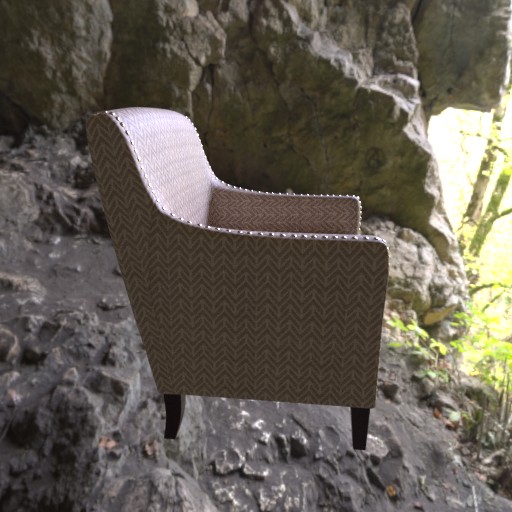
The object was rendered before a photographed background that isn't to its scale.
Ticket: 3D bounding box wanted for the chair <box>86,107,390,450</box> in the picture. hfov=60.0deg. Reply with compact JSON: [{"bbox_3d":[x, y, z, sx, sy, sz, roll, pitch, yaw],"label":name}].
[{"bbox_3d":[0.000,0.000,1.285,0.651,0.816,0.623,2,17,7],"label":"chair"}]
